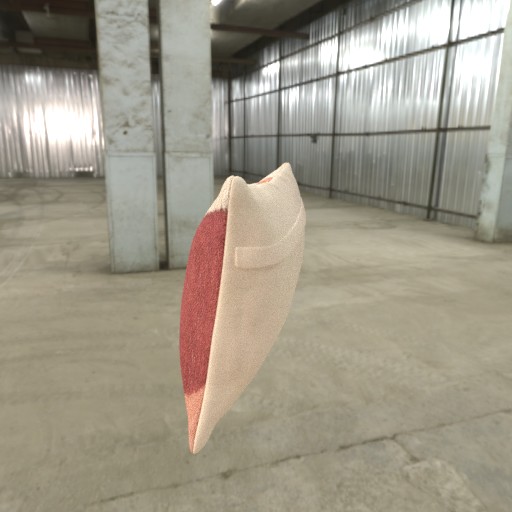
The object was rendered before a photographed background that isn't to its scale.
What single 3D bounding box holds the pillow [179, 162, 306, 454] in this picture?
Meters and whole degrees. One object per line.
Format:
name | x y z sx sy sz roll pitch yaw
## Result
pillow | 0.000 0.000 0.722 0.155 0.292 0.609 2 14 8
